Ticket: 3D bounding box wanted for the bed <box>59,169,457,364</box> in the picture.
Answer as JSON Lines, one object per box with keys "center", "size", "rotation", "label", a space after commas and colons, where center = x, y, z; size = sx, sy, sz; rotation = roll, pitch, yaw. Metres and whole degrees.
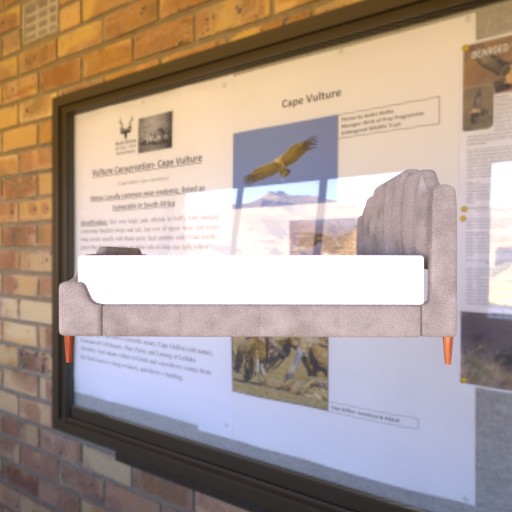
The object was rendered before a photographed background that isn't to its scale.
{"center": [0.000, 0.000, 3.585], "size": [2.340, 1.245, 2.074], "rotation": [0, 0, 1], "label": "bed"}
